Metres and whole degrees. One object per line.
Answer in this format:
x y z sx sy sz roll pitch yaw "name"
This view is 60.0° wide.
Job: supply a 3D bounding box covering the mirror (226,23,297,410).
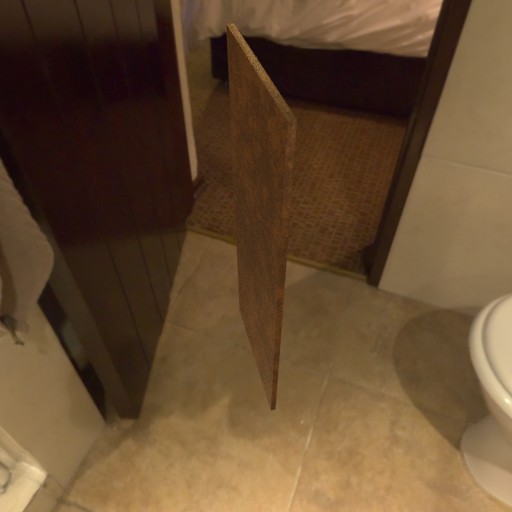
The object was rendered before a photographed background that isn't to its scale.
0.000 0.000 2.341 0.032 2.031 0.812 -12 48 -11 "mirror"
